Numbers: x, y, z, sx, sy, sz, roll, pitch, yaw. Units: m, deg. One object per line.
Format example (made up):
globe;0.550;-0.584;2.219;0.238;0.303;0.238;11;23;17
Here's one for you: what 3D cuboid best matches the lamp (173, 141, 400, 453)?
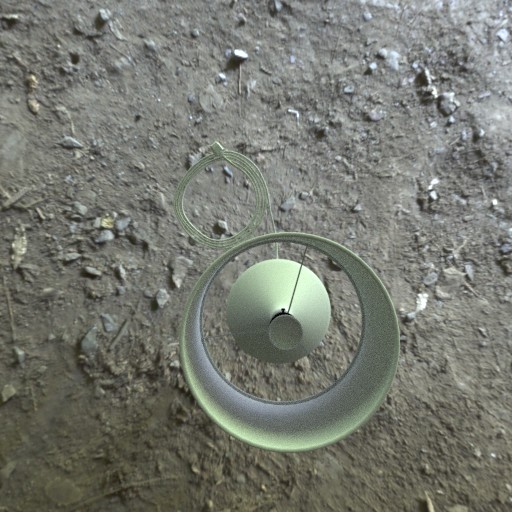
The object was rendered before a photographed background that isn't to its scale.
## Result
lamp;0.000;0.000;0.838;0.401;0.457;0.546;0;90;1
